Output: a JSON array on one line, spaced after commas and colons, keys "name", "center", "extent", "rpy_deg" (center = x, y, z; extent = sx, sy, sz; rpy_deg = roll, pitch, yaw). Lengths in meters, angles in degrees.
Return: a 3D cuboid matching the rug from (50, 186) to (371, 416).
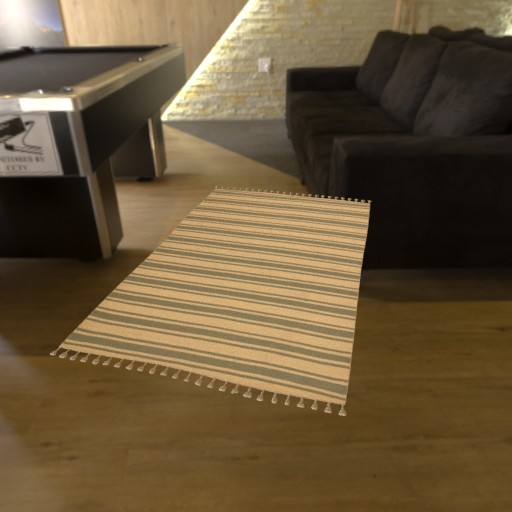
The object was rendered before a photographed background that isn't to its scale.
[{"name": "rug", "center": [0.000, 0.000, 2.573], "extent": [1.222, 0.009, 2.084], "rpy_deg": [8, 30, 13]}]
